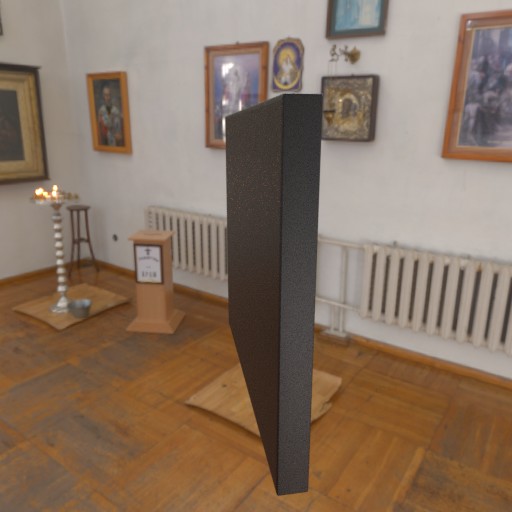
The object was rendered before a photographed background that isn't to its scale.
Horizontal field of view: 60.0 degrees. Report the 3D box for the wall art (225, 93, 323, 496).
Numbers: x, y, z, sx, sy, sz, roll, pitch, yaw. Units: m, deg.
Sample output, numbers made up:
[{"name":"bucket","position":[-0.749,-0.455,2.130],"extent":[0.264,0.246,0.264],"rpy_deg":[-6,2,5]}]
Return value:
[{"name":"wall art","position":[0.000,0.000,0.525],"extent":[0.028,0.330,0.380],"rpy_deg":[-3,15,-9]}]
